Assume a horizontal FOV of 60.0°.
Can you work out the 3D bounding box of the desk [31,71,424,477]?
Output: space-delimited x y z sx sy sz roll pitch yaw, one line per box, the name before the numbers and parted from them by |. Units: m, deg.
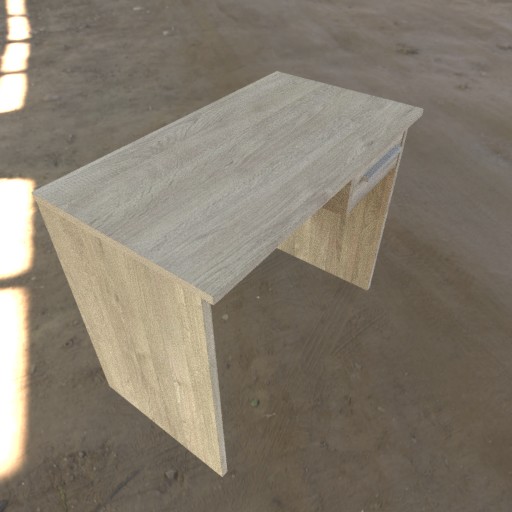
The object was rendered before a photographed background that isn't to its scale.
desk | 0.000 0.000 1.316 0.498 0.724 0.893 26 48 27
